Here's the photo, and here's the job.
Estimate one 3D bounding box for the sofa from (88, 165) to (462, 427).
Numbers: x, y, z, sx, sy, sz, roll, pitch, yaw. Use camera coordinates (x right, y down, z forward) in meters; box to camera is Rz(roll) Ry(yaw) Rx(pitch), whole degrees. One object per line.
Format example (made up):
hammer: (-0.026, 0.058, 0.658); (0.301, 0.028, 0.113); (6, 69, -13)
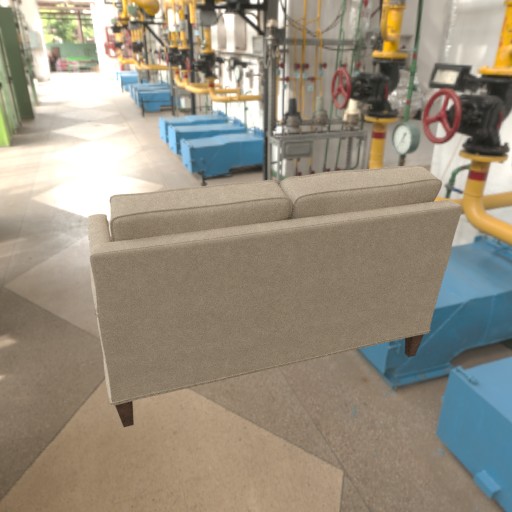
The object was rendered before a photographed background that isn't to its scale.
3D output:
sofa: (0.000, 0.000, 2.255); (1.597, 1.002, 1.084); (-8, 27, -17)
